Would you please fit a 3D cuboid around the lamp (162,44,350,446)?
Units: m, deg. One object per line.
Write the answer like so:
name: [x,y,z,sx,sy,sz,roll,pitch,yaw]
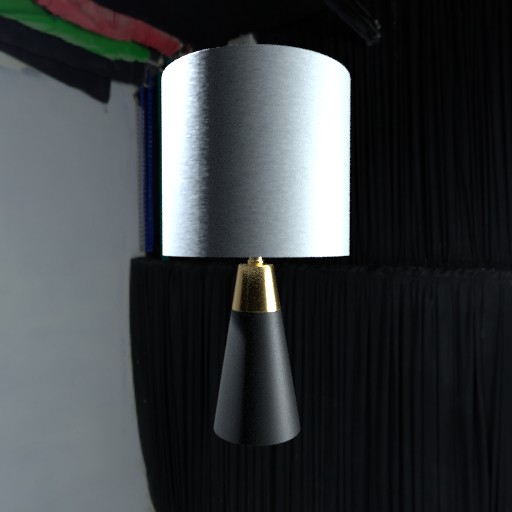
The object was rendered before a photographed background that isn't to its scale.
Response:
lamp: [0.000,0.000,0.748,0.308,0.580,0.308,1,2,37]
